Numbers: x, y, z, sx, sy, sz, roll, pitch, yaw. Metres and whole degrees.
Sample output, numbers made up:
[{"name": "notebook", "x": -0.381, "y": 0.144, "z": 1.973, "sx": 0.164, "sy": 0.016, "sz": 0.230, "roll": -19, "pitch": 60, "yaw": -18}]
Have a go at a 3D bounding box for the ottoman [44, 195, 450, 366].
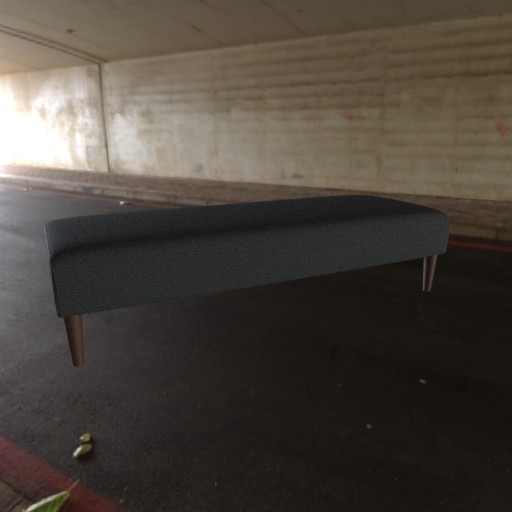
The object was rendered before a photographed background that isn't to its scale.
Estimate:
[{"name": "ottoman", "x": 0.000, "y": 0.000, "z": 1.899, "sx": 1.609, "sy": 0.393, "sz": 0.646, "roll": -8, "pitch": 18, "yaw": -25}]
